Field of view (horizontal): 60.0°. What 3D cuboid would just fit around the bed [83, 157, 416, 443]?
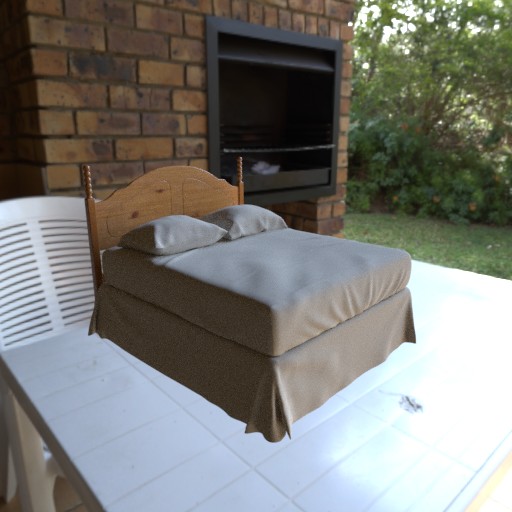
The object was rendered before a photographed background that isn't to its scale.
[{"bbox_3d":[0.000,0.000,3.394,2.040,1.356,1.873,14,21,42],"label":"bed"}]
